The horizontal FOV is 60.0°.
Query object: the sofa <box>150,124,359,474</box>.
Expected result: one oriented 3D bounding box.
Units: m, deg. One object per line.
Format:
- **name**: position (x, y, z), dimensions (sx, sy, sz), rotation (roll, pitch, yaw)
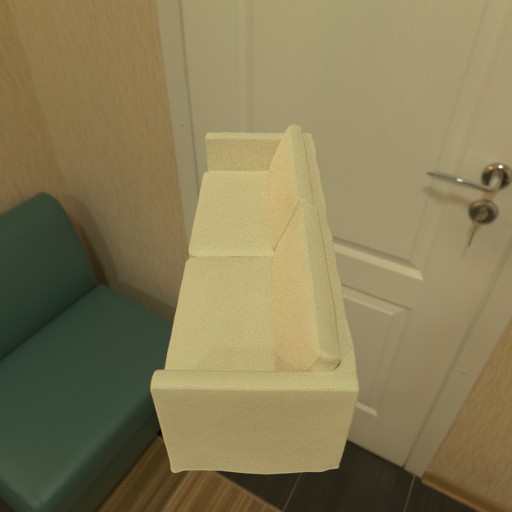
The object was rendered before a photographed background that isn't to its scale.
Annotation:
- **sofa**: position (0.000, 0.000, 3.332), dimensions (1.036, 0.999, 2.779), rotation (0, 41, 1)
